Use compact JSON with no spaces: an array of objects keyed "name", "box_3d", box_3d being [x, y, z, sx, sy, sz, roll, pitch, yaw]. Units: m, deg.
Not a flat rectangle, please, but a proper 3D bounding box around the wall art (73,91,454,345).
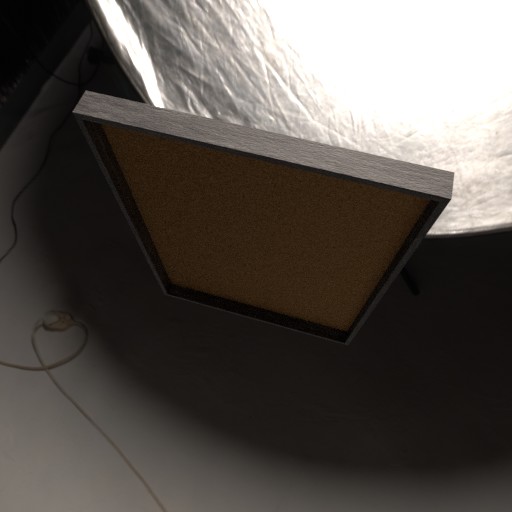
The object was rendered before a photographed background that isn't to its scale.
[{"name":"wall art","box_3d":[0.000,0.000,1.325,0.762,1.016,0.063,15,65,7]}]
